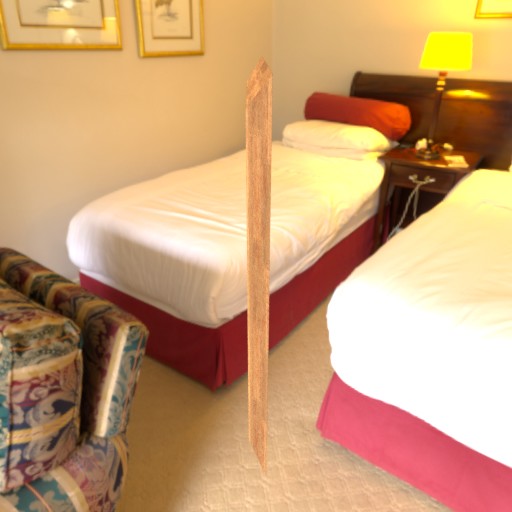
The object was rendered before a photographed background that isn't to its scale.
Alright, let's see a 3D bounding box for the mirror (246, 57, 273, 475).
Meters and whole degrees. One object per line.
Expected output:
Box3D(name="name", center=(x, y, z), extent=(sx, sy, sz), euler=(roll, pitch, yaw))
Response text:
Box3D(name="mirror", center=(0.000, 0.000, 1.261), extent=(0.047, 1.010, 0.651), euler=(0, 27, -1))
